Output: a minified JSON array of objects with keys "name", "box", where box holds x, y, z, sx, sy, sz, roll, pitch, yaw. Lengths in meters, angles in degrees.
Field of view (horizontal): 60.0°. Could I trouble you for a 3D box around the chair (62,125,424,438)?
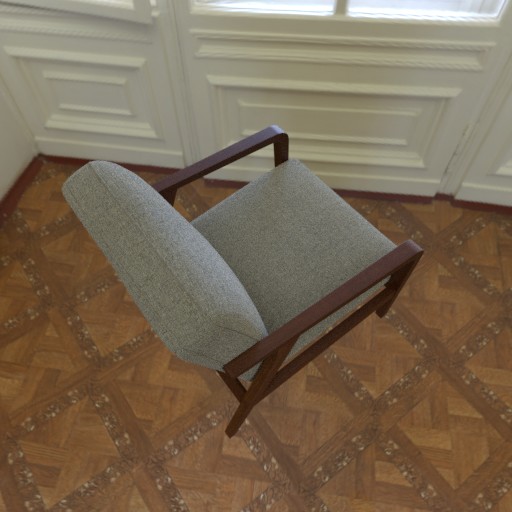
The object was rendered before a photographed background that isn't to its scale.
[{"name":"chair","box":[0.000,0.000,1.470,0.858,0.847,0.704,-33,63,-19]}]
